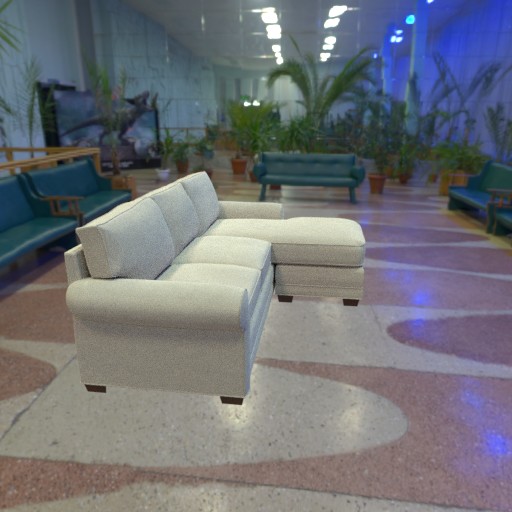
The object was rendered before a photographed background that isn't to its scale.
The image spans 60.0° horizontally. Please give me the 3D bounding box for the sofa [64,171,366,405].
[{"bbox_3d":[0.000,0.000,2.396,1.226,0.734,1.770,3,18,8],"label":"sofa"}]
